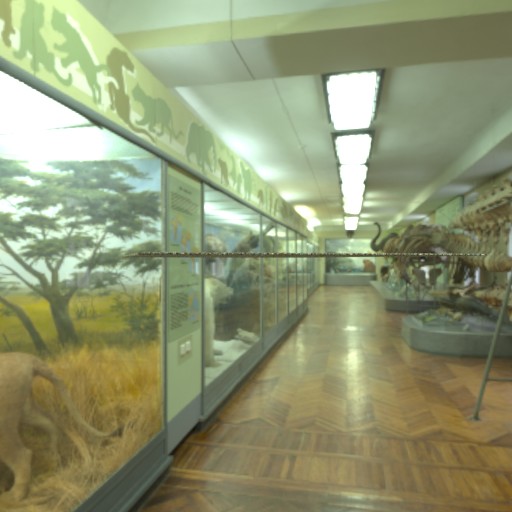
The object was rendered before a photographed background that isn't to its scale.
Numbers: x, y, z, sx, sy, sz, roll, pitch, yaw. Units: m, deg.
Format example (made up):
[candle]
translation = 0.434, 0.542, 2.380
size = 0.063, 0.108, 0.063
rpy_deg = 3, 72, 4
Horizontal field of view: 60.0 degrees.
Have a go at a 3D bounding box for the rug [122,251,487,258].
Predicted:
[rug]
translation = 0.000, 0.000, 4.347
size = 2.431, 0.017, 3.291
rpy_deg = 0, -1, -19
